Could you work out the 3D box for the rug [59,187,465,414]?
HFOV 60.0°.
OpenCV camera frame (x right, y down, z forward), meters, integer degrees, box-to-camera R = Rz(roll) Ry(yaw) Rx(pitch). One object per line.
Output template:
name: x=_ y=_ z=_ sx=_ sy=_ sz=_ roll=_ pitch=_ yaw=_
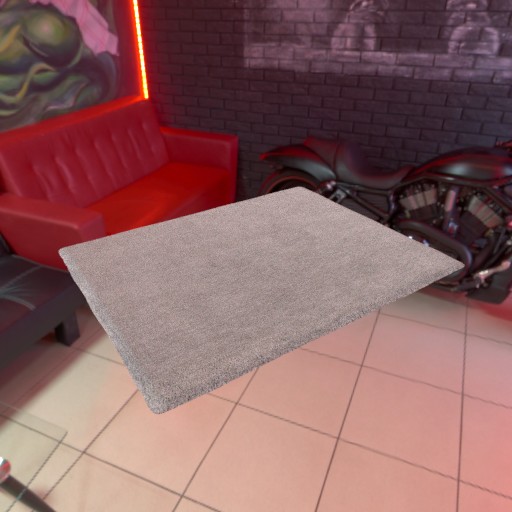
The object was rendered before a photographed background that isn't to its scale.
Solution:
rug: x=0.000 y=0.000 z=4.003 sx=2.933 sy=0.027 sz=2.332 roll=-19 pitch=35 yaw=-29
